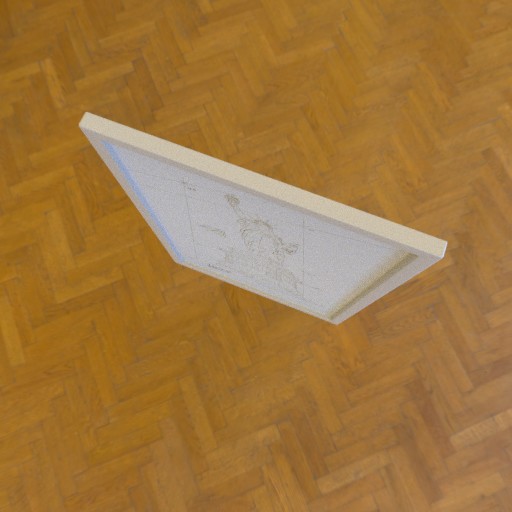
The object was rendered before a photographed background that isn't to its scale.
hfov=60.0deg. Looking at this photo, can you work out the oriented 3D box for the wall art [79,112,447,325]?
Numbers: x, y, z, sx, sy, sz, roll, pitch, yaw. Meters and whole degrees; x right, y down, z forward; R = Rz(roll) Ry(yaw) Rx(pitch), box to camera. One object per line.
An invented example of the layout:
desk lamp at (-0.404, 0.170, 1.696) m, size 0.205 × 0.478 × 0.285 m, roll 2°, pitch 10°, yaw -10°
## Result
wall art at (0.000, 0.000, 1.022) m, size 0.556 × 0.813 × 0.026 m, roll 21°, pitch 76°, yaw 5°
